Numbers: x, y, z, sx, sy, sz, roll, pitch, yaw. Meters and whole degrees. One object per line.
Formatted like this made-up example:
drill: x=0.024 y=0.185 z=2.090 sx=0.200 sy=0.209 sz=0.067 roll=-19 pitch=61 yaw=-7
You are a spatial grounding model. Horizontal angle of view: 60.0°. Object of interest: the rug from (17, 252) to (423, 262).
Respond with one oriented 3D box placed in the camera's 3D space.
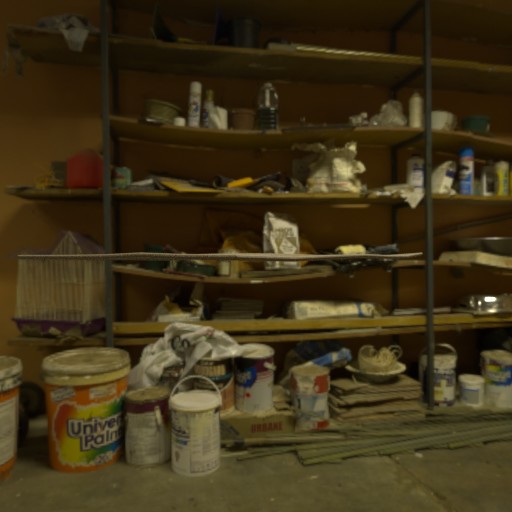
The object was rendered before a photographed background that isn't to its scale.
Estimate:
rug: x=0.000 y=0.000 z=3.002 sx=1.553 sy=0.053 sz=2.430 roll=0 pitch=0 yaw=35
